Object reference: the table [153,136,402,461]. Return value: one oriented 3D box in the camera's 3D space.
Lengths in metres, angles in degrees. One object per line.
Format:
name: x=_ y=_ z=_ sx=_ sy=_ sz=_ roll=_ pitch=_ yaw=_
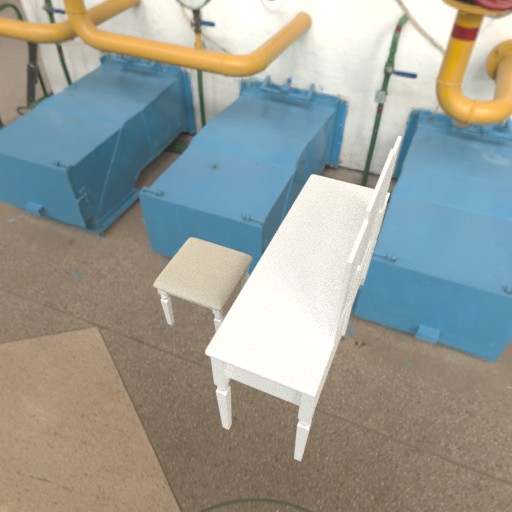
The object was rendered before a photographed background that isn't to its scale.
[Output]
table: x=0.000 y=0.000 z=2.342 sx=1.115 sy=1.310 sz=1.369 roll=17 pitch=48 yaw=16
